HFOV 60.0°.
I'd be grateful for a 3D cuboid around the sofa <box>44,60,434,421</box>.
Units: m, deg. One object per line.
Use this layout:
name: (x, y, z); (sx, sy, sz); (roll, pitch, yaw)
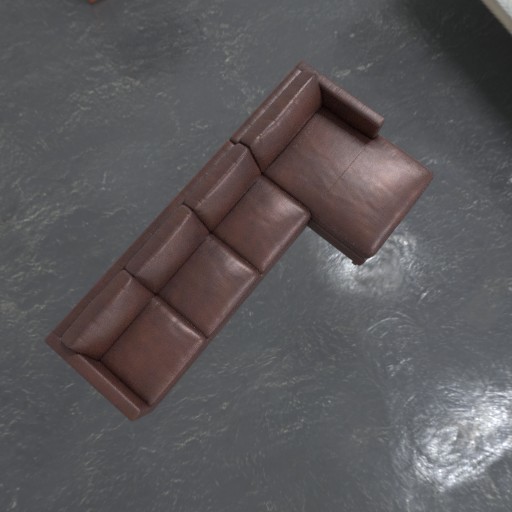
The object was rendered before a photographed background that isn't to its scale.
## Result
sofa: (0.000, 0.000, 3.835); (1.581, 0.883, 3.203); (39, 80, 8)
